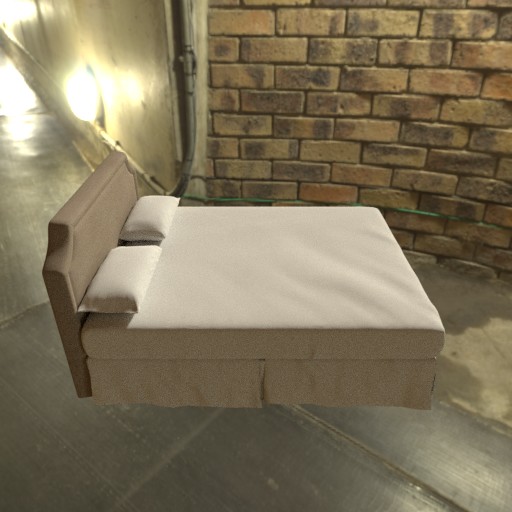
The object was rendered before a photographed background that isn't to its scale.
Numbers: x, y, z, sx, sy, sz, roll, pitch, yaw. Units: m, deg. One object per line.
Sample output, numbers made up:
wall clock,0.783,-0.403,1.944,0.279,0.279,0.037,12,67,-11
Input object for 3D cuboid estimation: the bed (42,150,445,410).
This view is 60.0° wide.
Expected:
bed,0.000,0.000,3.540,2.498,1.293,1.977,0,31,0
